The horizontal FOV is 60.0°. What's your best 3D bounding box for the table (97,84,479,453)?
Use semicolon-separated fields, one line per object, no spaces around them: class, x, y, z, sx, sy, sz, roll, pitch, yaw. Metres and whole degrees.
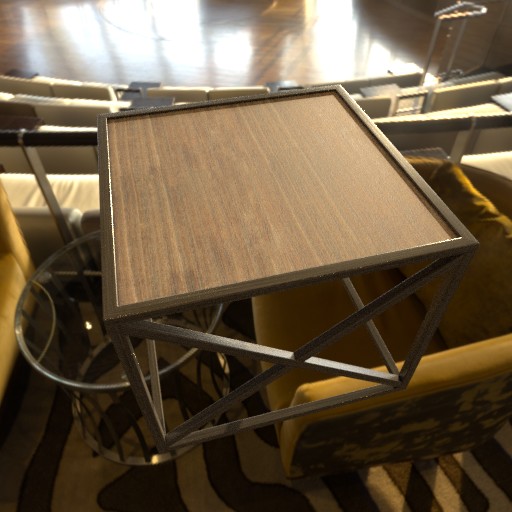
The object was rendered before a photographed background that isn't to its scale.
table;0.000;0.000;1.070;0.611;0.507;0.609;-11;47;-10
